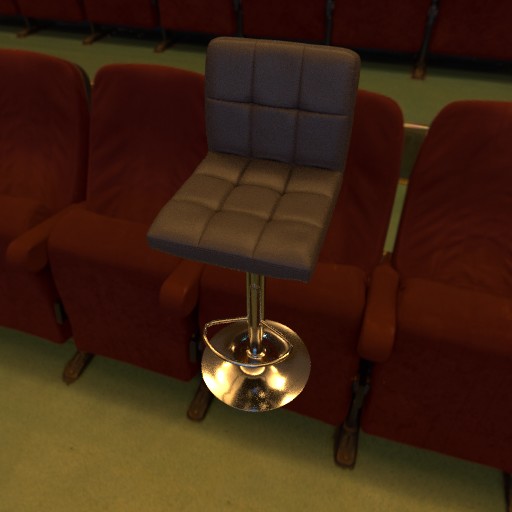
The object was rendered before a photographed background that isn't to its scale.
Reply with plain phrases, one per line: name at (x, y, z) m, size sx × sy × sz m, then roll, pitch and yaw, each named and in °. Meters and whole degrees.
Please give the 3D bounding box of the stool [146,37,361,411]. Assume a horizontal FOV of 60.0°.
stool at (0.000, 0.000, 1.365) m, size 0.430 × 1.115 × 0.505 m, roll 12°, pitch 43°, yaw 13°
